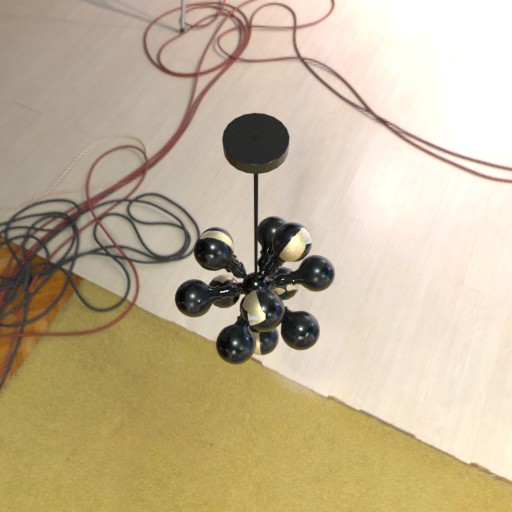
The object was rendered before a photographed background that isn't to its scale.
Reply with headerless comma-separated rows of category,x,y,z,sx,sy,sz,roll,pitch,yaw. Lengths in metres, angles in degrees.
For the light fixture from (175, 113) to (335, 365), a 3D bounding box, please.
light fixture,0.000,0.000,1.107,0.468,0.859,0.420,-11,64,-5
